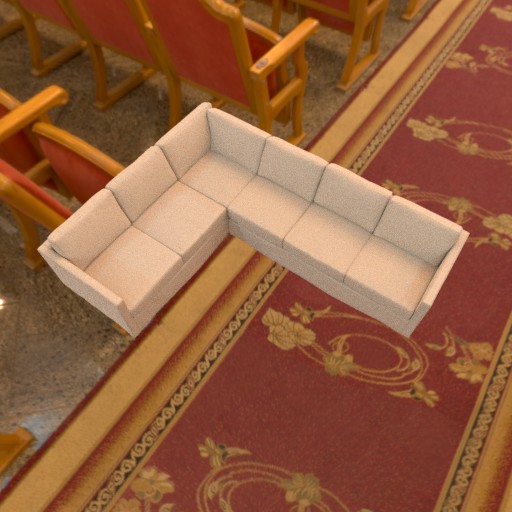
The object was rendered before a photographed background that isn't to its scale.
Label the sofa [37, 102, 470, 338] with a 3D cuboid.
[{"bbox_3d":[0.000,0.000,4.271,3.182,0.871,2.432,30,63,18],"label":"sofa"}]
